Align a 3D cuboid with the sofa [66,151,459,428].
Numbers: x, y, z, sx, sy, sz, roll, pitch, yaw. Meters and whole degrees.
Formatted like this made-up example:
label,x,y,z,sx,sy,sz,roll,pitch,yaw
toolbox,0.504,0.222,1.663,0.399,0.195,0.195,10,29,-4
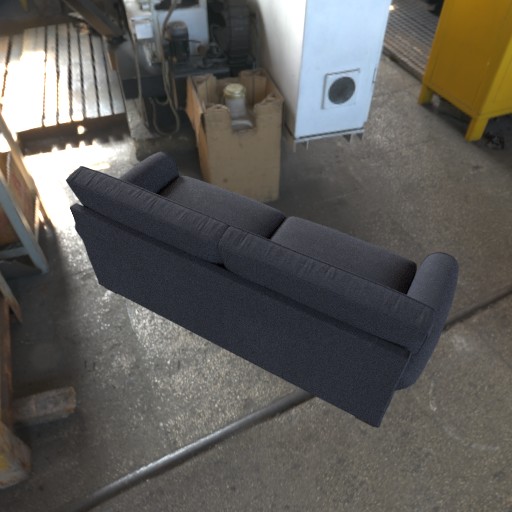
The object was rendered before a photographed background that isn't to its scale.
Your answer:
label,x,y,z,sx,sy,sz,roll,pitch,yaw
sofa,0.000,0.000,2.901,2.391,1.026,0.954,23,51,20
